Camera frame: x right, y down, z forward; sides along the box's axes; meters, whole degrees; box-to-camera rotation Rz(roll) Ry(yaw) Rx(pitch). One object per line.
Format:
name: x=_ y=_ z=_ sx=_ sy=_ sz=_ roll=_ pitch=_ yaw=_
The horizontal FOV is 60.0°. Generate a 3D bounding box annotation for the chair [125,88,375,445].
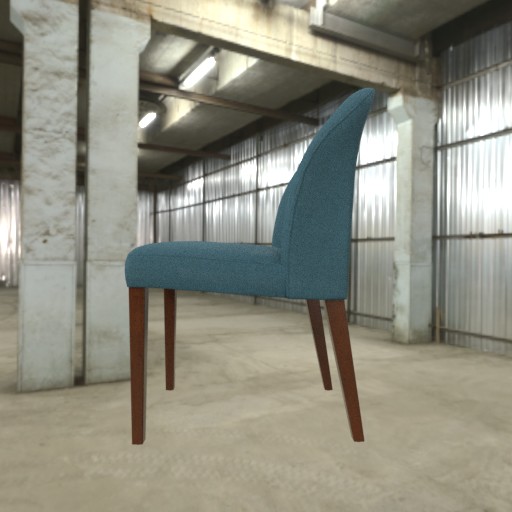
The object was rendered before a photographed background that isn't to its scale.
chair: x=0.000 y=0.000 z=1.246 sx=0.620 sy=0.879 sz=0.507 roll=0 pitch=0 yaw=-1
